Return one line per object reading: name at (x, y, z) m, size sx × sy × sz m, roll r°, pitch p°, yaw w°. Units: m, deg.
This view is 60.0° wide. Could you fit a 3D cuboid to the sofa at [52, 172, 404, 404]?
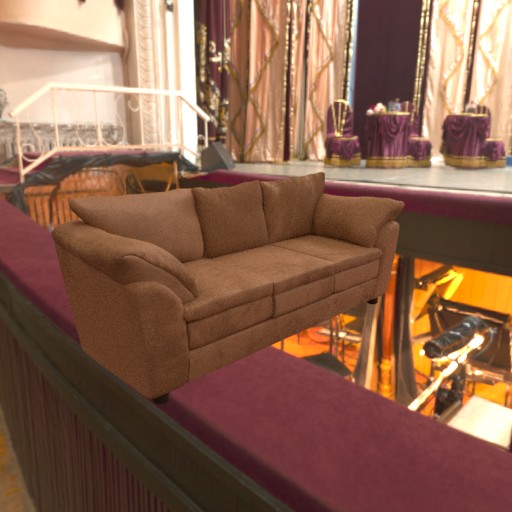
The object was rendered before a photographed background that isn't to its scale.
sofa at (0.000, 0.000, 2.924) m, size 2.377 × 0.981 × 0.893 m, roll -14°, pitch 20°, yaw -43°
